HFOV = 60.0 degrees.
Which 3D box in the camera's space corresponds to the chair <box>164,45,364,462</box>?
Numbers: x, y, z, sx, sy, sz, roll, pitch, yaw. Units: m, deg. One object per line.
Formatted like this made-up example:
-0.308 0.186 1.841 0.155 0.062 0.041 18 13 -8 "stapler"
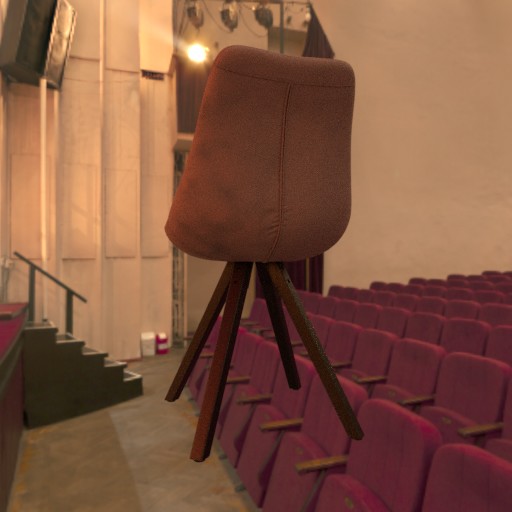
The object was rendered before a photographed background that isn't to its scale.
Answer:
0.000 0.000 1.187 0.483 0.865 0.547 0 0 -17 "chair"
